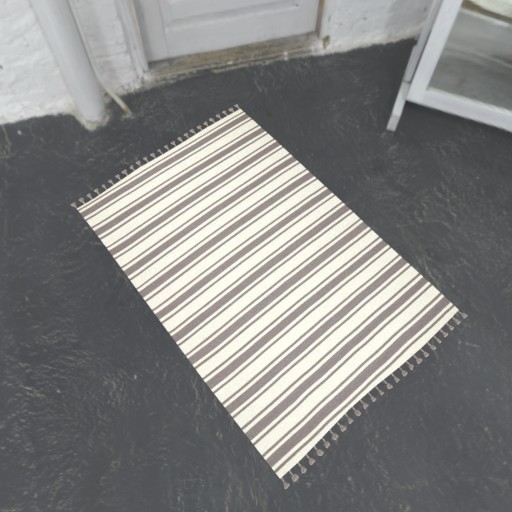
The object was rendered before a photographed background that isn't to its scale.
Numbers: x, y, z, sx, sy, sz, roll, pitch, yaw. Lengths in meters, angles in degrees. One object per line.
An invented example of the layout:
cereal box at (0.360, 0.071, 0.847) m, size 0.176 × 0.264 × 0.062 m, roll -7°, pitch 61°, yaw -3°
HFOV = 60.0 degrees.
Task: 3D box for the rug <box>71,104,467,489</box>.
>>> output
rug at (0.000, 0.000, 3.058) m, size 1.563 × 0.014 × 2.425 m, roll -36°, pitch 69°, yaw -17°
